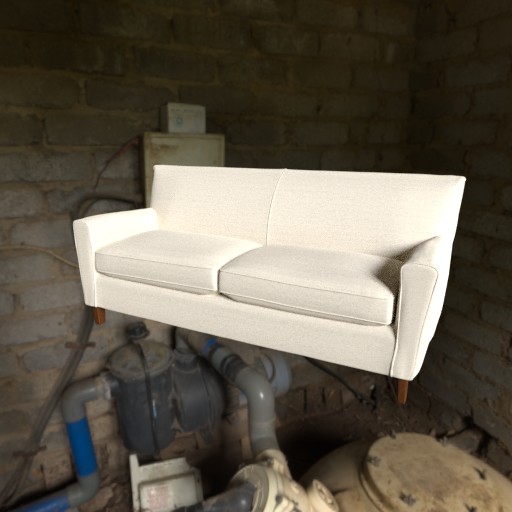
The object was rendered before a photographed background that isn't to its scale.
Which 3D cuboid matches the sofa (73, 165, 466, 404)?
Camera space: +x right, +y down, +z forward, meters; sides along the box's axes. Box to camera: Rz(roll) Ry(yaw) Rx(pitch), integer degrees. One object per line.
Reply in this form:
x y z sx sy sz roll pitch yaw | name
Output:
0.000 0.000 2.477 2.001 0.907 0.841 8 17 26 | sofa
